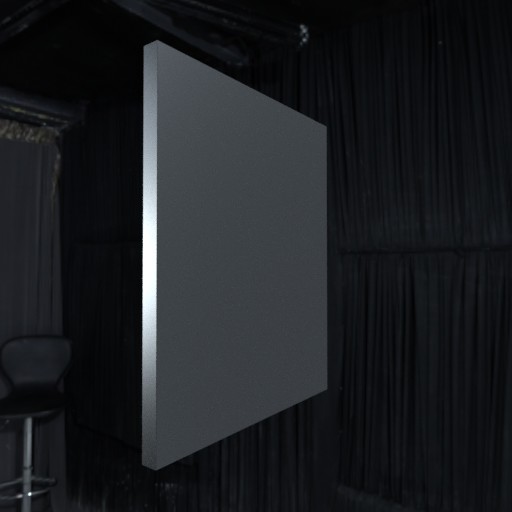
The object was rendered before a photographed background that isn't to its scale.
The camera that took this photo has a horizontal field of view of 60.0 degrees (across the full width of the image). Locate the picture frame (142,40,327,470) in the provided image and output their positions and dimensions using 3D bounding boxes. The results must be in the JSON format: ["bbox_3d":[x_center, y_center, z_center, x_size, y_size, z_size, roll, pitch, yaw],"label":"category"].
[{"bbox_3d":[0.000,0.000,0.764,0.028,0.556,0.460,-1,-1,37],"label":"picture frame"}]
